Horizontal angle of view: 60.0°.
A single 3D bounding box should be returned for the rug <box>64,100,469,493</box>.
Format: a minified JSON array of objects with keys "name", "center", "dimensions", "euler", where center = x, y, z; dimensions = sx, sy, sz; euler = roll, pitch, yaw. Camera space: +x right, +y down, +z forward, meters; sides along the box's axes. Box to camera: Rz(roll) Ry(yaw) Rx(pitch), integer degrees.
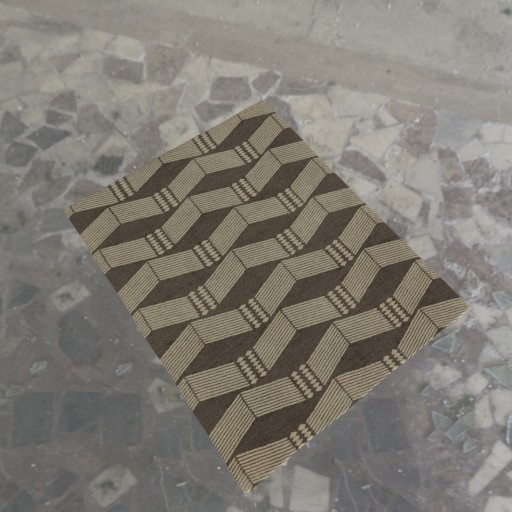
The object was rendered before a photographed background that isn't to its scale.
[{"name":"rug","center":[0.000,0.000,4.107],"dimensions":[2.438,0.016,3.048],"euler":[-34,69,-15]}]
